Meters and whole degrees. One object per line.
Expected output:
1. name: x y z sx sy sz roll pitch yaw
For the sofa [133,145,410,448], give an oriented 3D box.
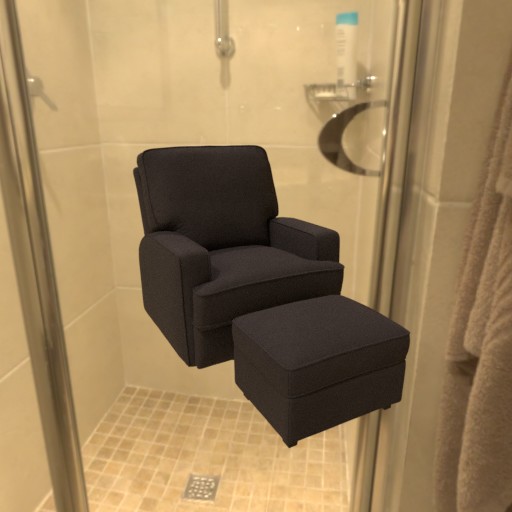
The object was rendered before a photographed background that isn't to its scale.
1. sofa: 0.000 0.000 2.094 0.861 0.959 1.472 -9 20 -27
